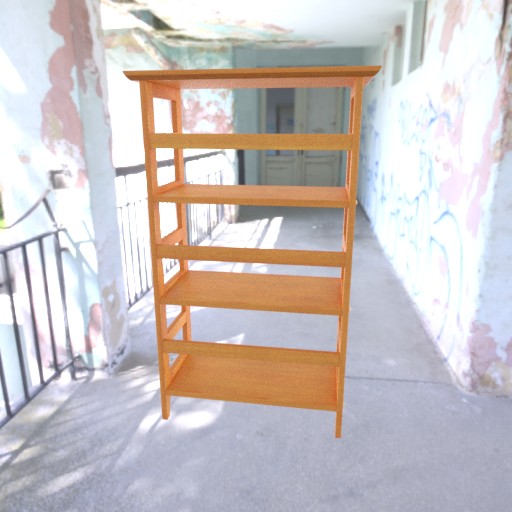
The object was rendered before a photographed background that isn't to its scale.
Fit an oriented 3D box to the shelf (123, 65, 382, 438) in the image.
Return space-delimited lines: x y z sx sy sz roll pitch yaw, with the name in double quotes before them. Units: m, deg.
"shelf" 0.000 0.000 1.404 0.660 1.067 0.305 3 16 9
